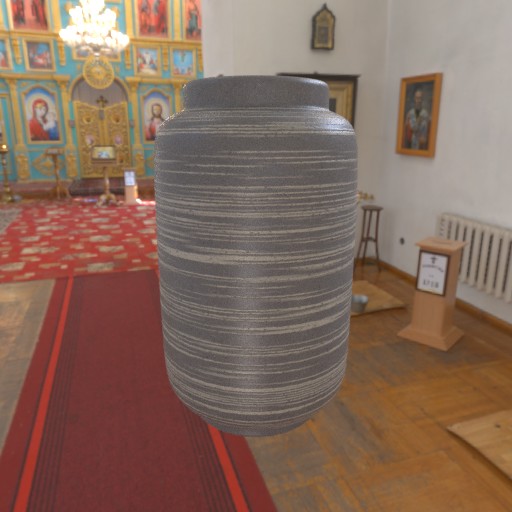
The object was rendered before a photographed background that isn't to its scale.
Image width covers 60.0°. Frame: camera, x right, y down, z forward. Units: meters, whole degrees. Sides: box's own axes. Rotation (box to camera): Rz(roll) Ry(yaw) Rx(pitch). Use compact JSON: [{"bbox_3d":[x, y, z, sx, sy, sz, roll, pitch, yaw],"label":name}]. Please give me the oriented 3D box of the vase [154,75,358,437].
[{"bbox_3d":[0.000,0.000,0.687,0.297,0.499,0.297,0,15,0],"label":"vase"}]
